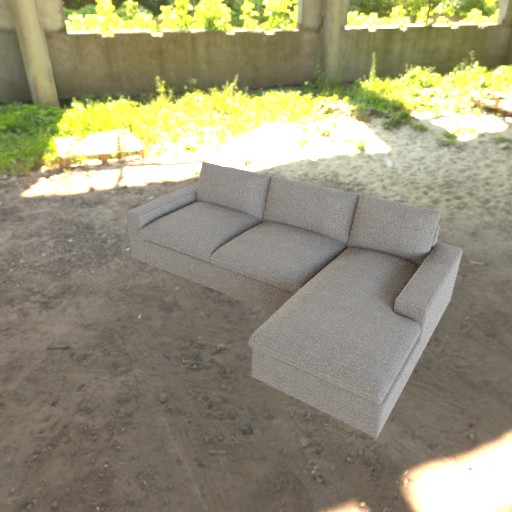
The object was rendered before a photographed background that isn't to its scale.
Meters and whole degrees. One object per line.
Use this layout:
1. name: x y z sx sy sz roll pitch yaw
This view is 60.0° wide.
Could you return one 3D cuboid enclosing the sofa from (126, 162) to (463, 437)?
1. sofa: 0.000 0.000 3.523 2.718 0.813 1.689 18 33 30
